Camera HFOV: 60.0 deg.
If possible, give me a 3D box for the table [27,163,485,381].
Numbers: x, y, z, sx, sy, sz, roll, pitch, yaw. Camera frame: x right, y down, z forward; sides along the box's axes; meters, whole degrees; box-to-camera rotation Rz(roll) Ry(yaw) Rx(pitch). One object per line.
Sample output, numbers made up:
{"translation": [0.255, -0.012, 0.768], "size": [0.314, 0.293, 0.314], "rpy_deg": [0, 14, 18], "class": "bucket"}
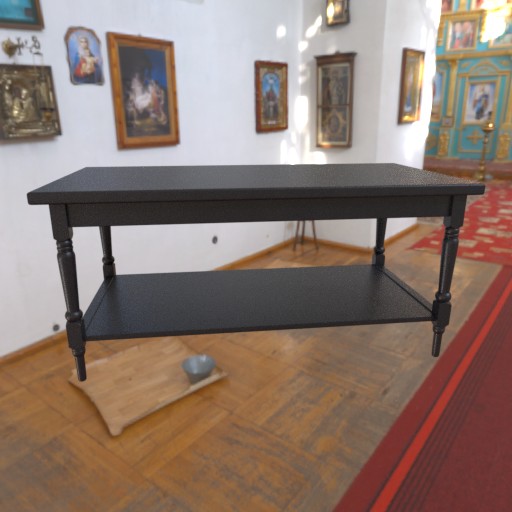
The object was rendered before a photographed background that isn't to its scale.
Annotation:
{"translation": [0.000, 0.000, 1.393], "size": [1.107, 0.510, 0.550], "rpy_deg": [-2, 17, -7], "class": "table"}
